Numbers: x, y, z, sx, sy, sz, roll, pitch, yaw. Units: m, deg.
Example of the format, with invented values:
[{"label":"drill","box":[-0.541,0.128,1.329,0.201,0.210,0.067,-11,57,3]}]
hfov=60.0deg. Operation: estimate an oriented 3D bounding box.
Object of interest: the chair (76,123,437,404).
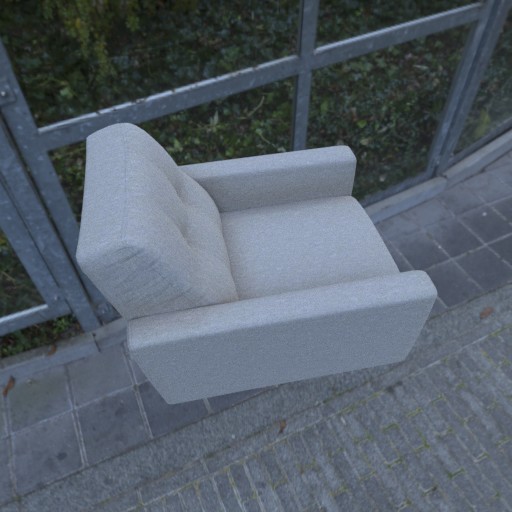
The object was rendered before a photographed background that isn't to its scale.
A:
[{"label":"chair","box":[0.000,0.000,1.803,1.128,0.965,0.897,-9,48,-8]}]
